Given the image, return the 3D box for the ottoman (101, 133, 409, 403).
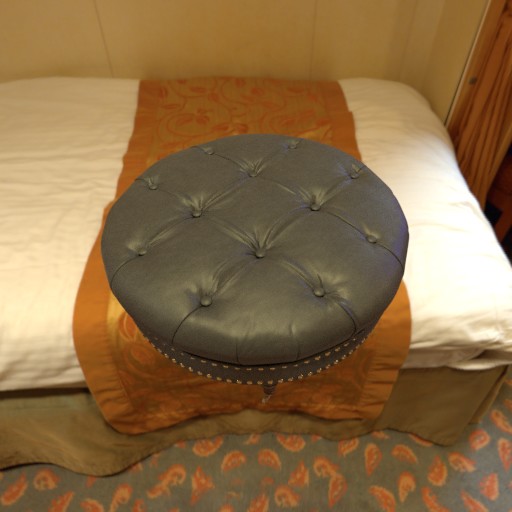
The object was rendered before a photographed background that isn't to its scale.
[{"bbox_3d":[0.000,0.000,1.422,0.901,0.439,0.901,0,47,0],"label":"ottoman"}]
